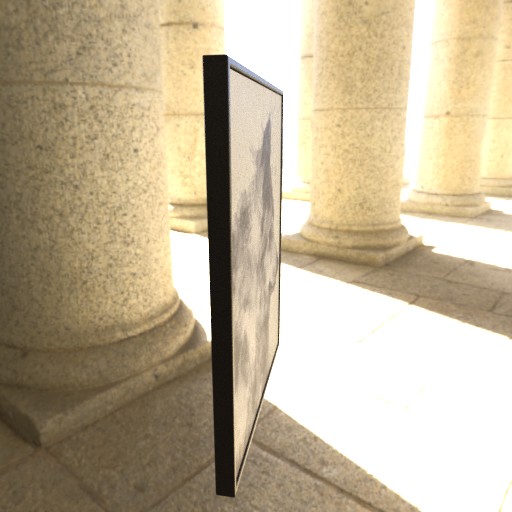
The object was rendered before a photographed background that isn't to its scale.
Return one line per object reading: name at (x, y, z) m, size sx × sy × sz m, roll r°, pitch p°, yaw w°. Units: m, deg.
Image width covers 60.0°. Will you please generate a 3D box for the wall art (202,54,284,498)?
wall art at (0.000, 0.000, 0.738) m, size 0.028 × 0.551 × 0.451 m, roll 3°, pitch 16°, yaw 10°
